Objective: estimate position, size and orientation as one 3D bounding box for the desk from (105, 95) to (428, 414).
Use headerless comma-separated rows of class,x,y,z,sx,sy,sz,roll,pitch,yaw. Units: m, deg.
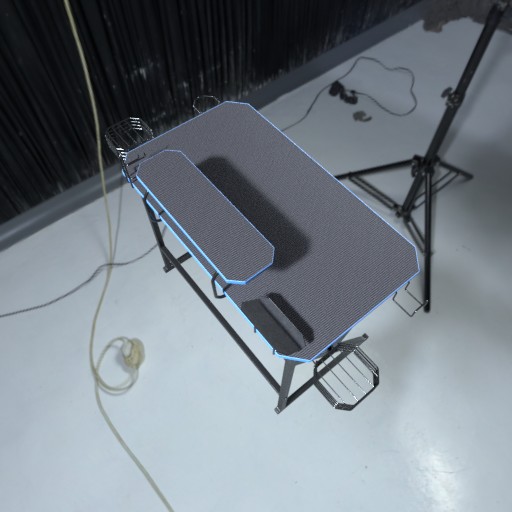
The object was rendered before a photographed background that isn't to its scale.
desk,0.000,0.000,1.705,0.594,0.909,1.295,-34,64,-19
